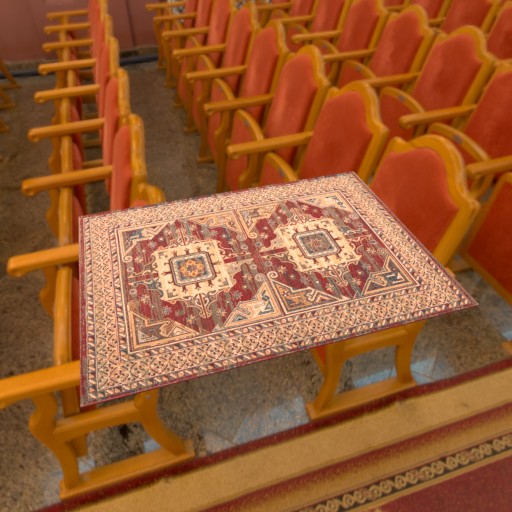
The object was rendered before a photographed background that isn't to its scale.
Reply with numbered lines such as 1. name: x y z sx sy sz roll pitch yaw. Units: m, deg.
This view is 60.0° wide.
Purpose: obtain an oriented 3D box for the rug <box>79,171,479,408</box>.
1. rug: 0.000 0.000 2.897 2.210 0.011 1.599 -11 42 -13
